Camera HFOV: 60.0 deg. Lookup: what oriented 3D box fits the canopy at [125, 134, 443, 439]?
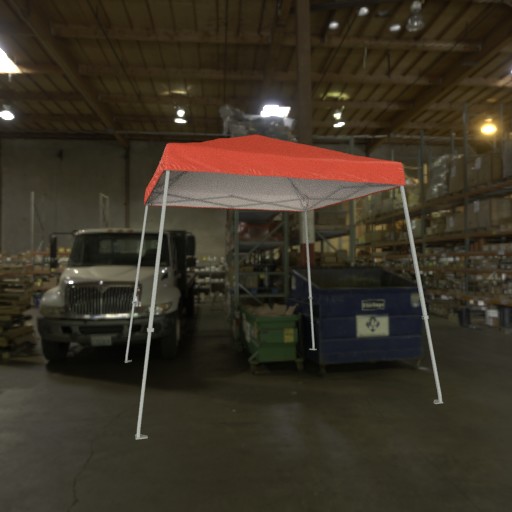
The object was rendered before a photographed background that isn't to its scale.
[{"bbox_3d":[0.000,0.000,5.185,2.849,2.850,2.850,0,-1,-18],"label":"canopy"}]
